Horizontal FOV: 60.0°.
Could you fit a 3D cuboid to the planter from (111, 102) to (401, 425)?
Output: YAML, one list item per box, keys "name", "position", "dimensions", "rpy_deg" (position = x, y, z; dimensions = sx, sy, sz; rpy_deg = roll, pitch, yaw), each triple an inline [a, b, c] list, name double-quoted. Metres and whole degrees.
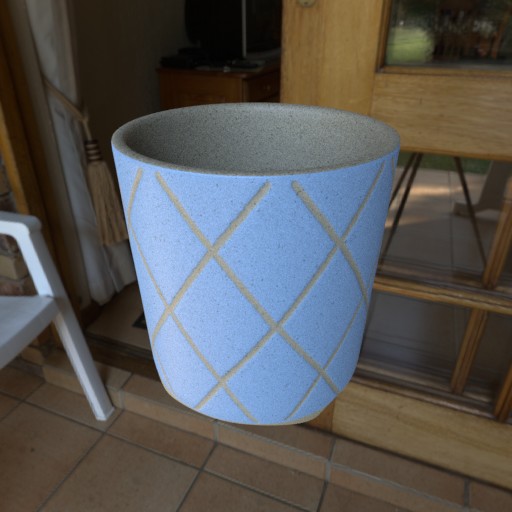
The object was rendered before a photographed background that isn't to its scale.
- name: "planter"
  position: [0.000, 0.000, 0.351]
  dimensions: [0.191, 0.200, 0.191]
  rpy_deg: [0, 29, 0]
